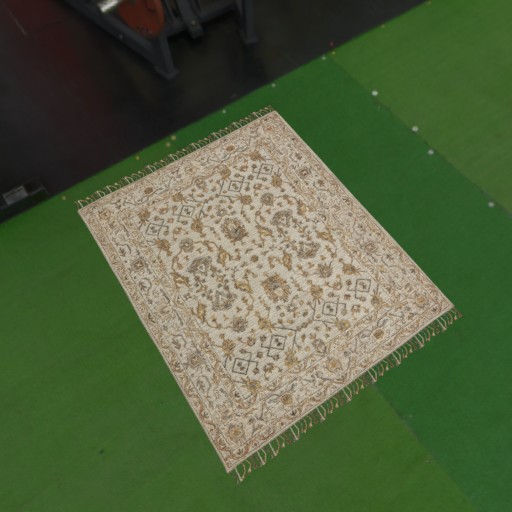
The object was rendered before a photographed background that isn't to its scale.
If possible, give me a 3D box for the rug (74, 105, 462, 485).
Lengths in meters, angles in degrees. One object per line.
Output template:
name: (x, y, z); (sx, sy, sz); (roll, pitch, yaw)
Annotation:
rug: (0.000, 0.000, 4.212); (2.426, 0.034, 3.061); (-31, 68, -14)
